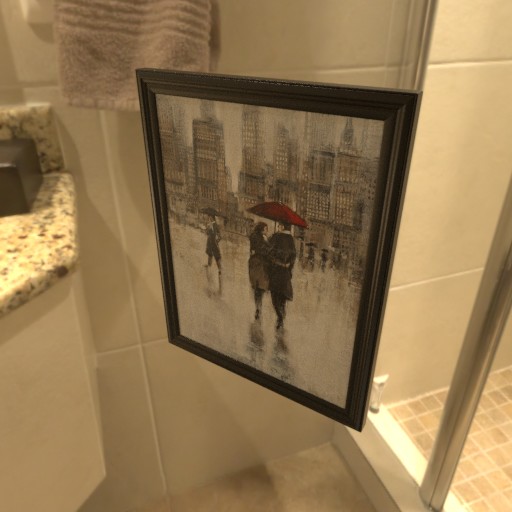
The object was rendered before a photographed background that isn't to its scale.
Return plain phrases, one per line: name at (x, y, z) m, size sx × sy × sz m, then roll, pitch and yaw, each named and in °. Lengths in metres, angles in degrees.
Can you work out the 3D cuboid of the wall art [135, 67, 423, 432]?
wall art at (0.000, 0.000, 1.590) m, size 0.950 × 1.194 × 0.053 m, roll 17°, pitch 33°, yaw 28°
